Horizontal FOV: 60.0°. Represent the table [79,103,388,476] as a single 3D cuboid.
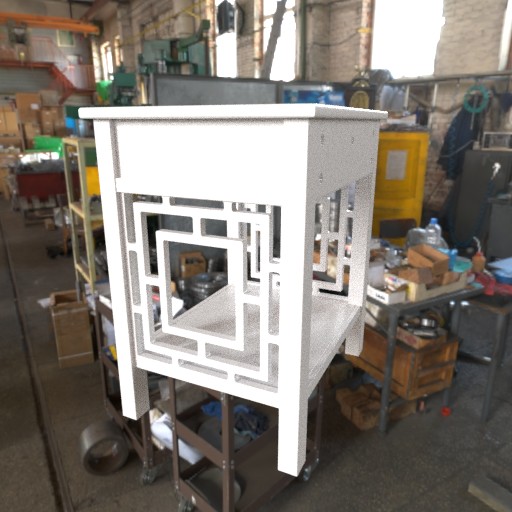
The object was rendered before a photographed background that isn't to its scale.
[{"bbox_3d":[0.000,0.000,1.032,0.451,0.646,0.564,8,18,24],"label":"table"}]
